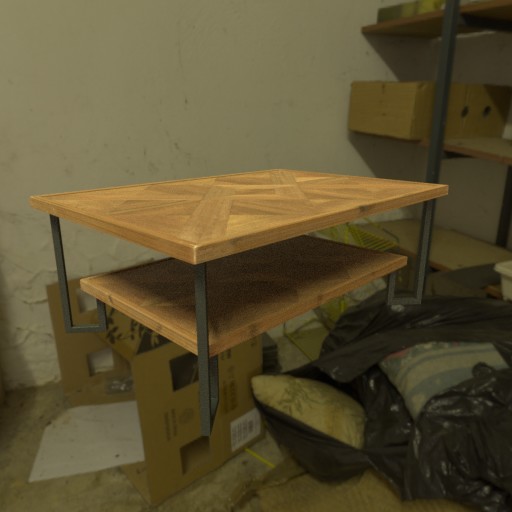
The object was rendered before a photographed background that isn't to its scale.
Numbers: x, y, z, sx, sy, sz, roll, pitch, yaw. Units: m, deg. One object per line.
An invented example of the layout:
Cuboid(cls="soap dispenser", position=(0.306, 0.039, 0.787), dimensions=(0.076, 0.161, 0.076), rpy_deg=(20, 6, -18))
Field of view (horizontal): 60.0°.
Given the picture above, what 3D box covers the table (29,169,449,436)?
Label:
Cuboid(cls="table", position=(0.000, 0.000, 1.656), dimensions=(0.877, 0.492, 1.238), rpy_deg=(16, 23, 42))
